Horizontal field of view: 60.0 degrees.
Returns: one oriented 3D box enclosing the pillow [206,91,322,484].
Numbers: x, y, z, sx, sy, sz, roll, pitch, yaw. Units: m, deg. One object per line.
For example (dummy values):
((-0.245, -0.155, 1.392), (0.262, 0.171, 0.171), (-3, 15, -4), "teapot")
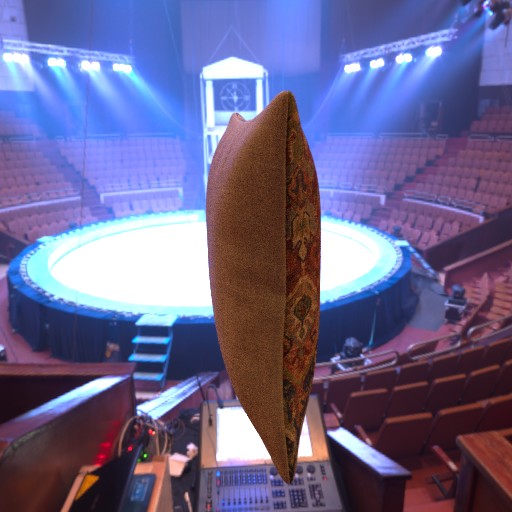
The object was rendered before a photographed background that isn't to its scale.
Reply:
((0.000, 0.000, 0.781), (0.166, 0.506, 0.523), (-2, 15, -9), "pillow")
